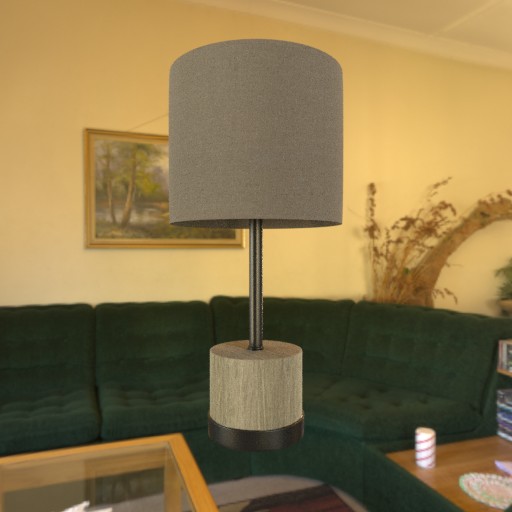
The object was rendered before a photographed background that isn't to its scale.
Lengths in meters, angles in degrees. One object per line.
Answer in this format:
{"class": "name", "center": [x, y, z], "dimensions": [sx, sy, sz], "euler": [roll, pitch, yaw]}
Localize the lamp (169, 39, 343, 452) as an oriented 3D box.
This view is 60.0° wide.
{"class": "lamp", "center": [0.000, 0.000, 0.593], "dimensions": [0.229, 0.470, 0.229], "euler": [-1, 1, -38]}
